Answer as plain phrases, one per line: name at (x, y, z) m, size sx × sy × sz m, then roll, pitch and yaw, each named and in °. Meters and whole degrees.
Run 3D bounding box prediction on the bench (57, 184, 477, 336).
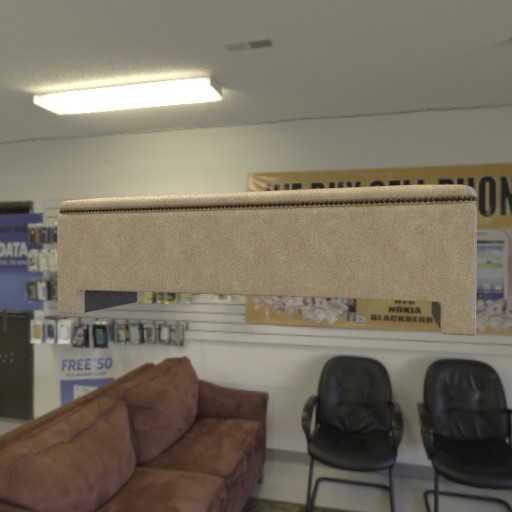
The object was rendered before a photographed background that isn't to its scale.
bench at (0.000, 0.000, 1.702) m, size 1.482 × 0.447 × 0.470 m, roll 0°, pitch 1°, yaw 18°
